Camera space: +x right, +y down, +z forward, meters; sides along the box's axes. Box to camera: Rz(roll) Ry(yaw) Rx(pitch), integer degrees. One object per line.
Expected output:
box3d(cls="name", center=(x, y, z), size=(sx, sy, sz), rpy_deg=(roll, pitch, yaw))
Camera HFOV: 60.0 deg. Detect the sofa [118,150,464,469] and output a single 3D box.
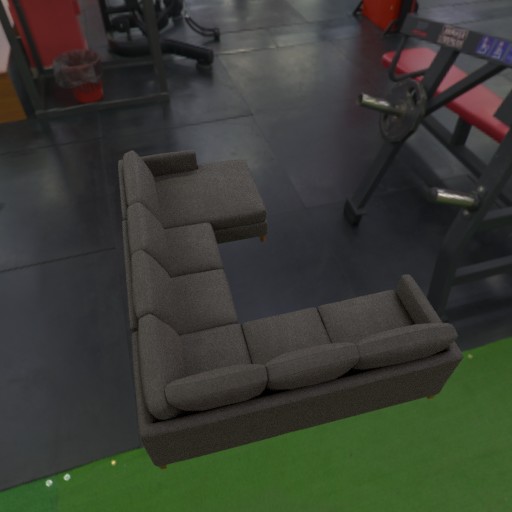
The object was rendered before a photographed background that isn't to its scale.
box3d(cls="sofa", center=(0.000, 0.000, 4.617), size=(2.594, 0.961, 3.460), rpy_deg=(-11, 48, -10))
